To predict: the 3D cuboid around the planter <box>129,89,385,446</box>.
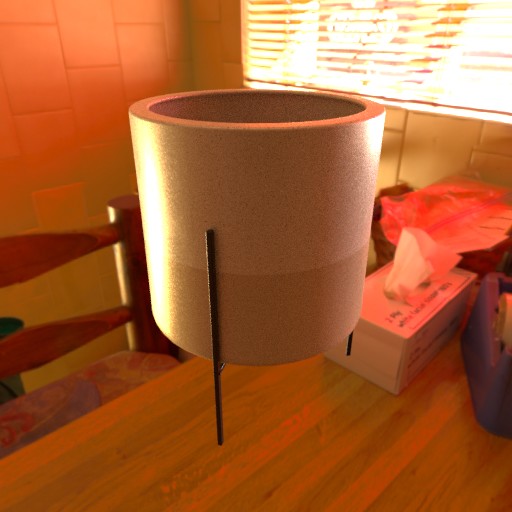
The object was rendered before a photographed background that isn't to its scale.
[{"bbox_3d":[0.000,0.000,0.736,0.359,0.484,0.368,8,28,16],"label":"planter"}]
